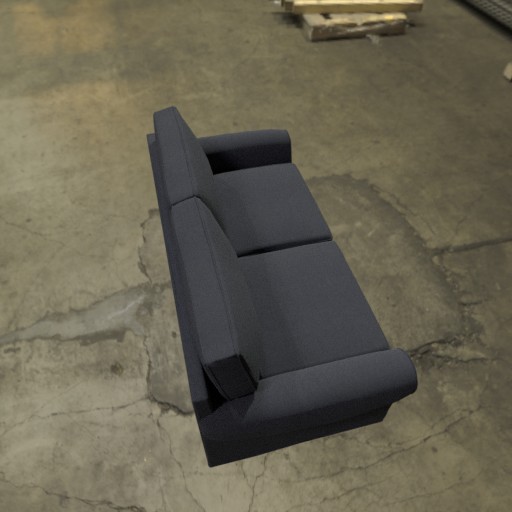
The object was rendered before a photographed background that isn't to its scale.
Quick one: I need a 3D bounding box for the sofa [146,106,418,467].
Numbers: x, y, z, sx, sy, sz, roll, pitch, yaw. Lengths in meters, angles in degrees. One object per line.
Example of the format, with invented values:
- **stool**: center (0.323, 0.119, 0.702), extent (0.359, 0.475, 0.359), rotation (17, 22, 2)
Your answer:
- **sofa**: center (0.000, 0.000, 2.491), extent (0.951, 1.031, 2.009), rotation (-11, 50, -10)
